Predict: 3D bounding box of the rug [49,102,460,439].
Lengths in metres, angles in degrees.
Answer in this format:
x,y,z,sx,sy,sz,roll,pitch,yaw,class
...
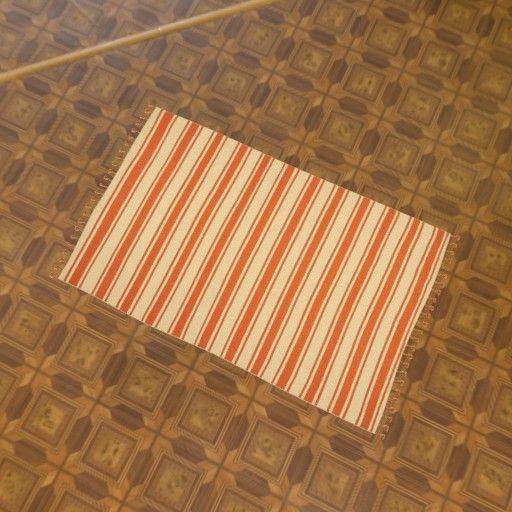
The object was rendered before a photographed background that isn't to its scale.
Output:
x,y,z,sx,sy,sz,roll,pitch,yaw,class
0.000,0.000,2.573,2.092,0.017,1.232,25,78,6,rug
